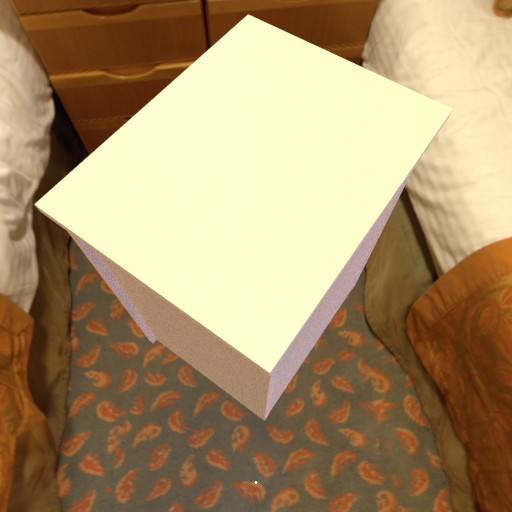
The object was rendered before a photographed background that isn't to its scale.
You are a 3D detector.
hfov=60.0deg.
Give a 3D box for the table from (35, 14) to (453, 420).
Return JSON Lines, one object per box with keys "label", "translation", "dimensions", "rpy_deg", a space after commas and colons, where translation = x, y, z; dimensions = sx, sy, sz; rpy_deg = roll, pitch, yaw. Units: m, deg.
{"label": "table", "translation": [0.000, 0.000, 0.907], "dimensions": [0.381, 0.635, 0.480], "rpy_deg": [33, 67, 15]}
